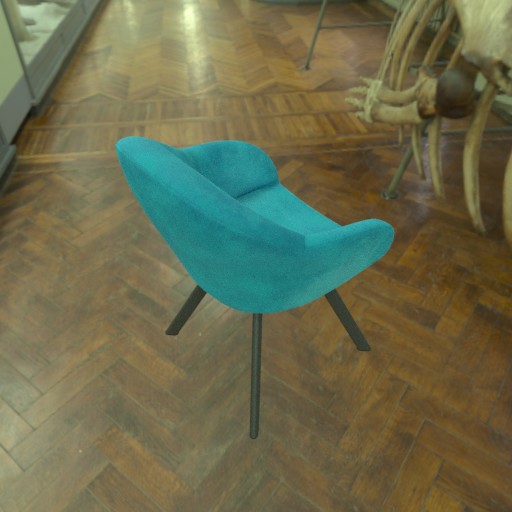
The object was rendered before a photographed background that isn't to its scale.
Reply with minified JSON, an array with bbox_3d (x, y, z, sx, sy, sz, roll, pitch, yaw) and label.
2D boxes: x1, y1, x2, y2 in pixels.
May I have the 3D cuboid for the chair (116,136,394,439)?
[{"bbox_3d":[0.000,0.000,1.208,0.590,0.795,0.550,-28,48,-28],"label":"chair"}]
